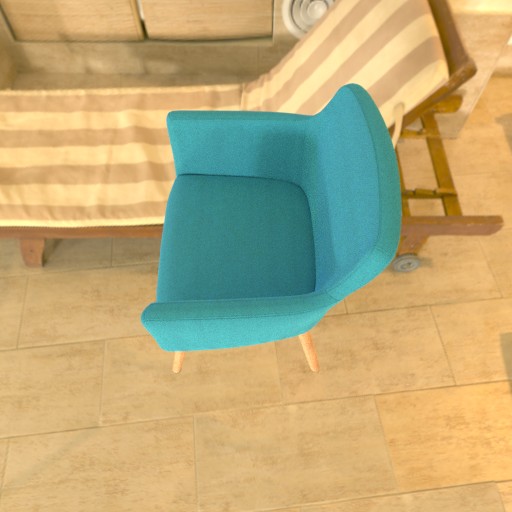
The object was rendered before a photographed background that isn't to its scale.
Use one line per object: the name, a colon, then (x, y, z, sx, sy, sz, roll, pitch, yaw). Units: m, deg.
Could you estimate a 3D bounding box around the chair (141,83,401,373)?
chair: (0.000, 0.000, 1.176, 0.540, 0.780, 0.570, -1, 60, 0)
